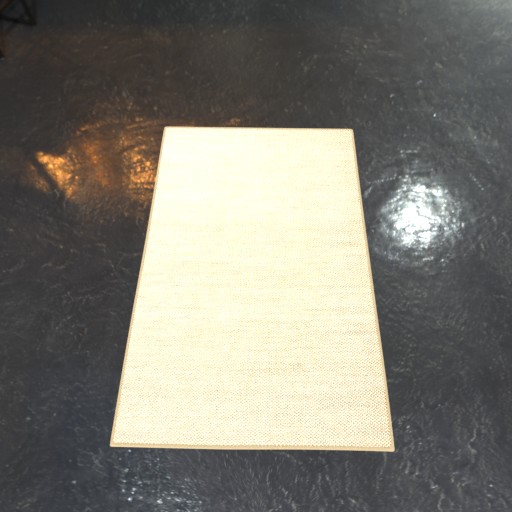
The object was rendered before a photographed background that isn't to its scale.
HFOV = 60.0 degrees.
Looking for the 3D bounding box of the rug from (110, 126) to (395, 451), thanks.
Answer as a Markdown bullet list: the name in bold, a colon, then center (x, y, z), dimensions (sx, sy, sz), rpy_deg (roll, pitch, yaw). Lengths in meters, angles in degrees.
- **rug**: center (0.000, 0.000, 2.065), dimensions (1.062, 0.013, 1.667), rpy_deg (1, 60, 1)
